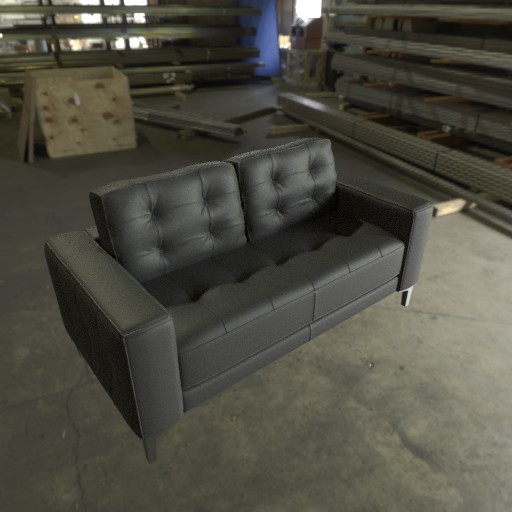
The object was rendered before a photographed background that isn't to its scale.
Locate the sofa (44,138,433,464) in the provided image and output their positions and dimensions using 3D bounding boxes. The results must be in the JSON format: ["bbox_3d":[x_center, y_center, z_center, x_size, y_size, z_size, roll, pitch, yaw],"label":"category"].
[{"bbox_3d":[0.000,0.000,2.167,1.726,0.893,0.833,-22,36,-33],"label":"sofa"}]
